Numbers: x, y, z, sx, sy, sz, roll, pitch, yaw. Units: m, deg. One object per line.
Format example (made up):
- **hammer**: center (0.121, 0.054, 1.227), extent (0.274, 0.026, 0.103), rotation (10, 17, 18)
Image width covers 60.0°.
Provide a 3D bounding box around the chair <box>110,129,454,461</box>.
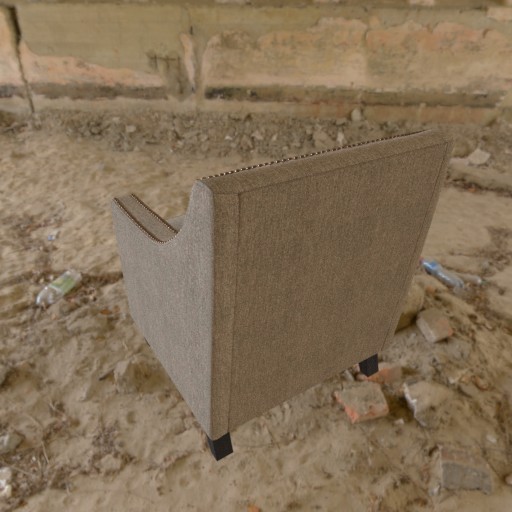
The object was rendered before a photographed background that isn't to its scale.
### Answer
- **chair**: center (0.000, 0.000, 1.587), extent (0.776, 0.967, 0.884), rotation (-18, 35, -28)
